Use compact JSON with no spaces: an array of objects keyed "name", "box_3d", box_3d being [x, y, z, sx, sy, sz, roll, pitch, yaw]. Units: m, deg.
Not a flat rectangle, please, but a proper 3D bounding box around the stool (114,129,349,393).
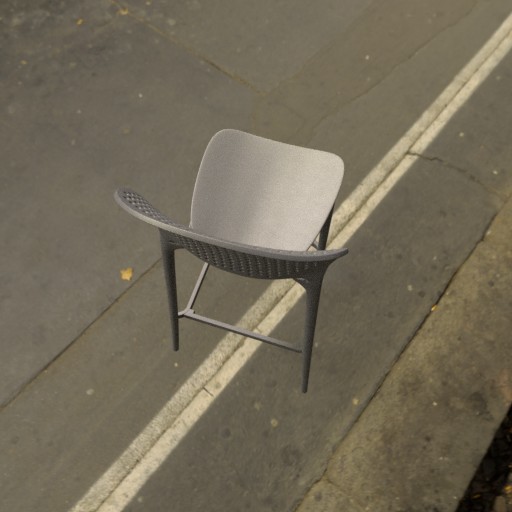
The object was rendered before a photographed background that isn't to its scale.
[{"name":"stool","box_3d":[0.000,0.000,1.315,0.536,1.045,0.535,16,63,8]}]
